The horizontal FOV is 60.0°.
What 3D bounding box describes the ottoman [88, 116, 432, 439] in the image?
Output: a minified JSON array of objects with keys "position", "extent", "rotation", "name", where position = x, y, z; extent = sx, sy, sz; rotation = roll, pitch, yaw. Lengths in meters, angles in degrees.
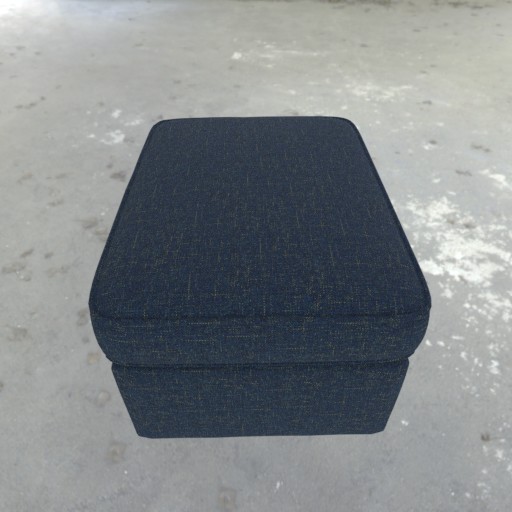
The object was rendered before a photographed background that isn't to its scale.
[{"position":[0.000,0.000,1.049],"extent":[0.549,0.450,0.749],"rotation":[-1,41,-1],"name":"ottoman"}]
